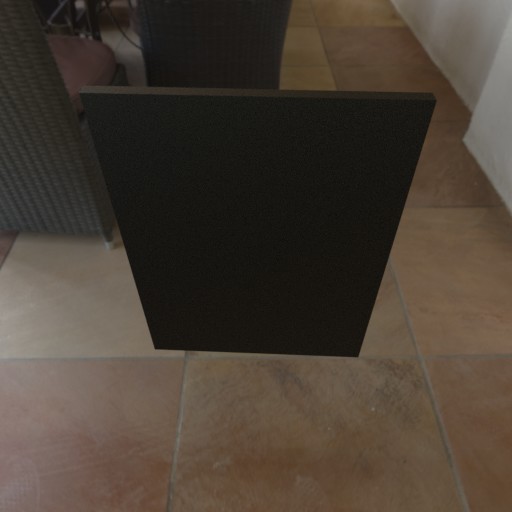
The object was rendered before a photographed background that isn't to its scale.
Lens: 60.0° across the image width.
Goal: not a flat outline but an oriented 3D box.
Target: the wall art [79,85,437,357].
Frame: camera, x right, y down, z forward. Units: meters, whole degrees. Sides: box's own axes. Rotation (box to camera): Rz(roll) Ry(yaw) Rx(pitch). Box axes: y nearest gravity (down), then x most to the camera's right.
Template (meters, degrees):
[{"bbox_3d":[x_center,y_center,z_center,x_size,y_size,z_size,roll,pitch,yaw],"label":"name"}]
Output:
[{"bbox_3d":[0.000,0.000,1.389,0.806,1.062,0.038,2,46,2],"label":"wall art"}]
